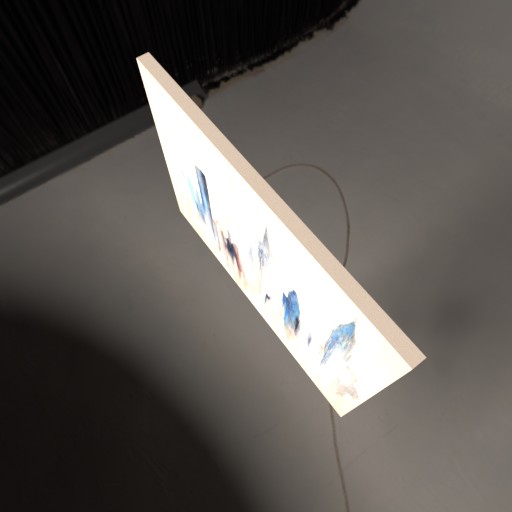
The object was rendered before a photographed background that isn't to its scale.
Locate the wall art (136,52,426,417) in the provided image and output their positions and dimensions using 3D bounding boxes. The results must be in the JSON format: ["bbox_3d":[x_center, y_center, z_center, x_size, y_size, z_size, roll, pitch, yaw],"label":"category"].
[{"bbox_3d":[0.000,0.000,1.341,0.038,0.762,1.016,-34,68,-15],"label":"wall art"}]
